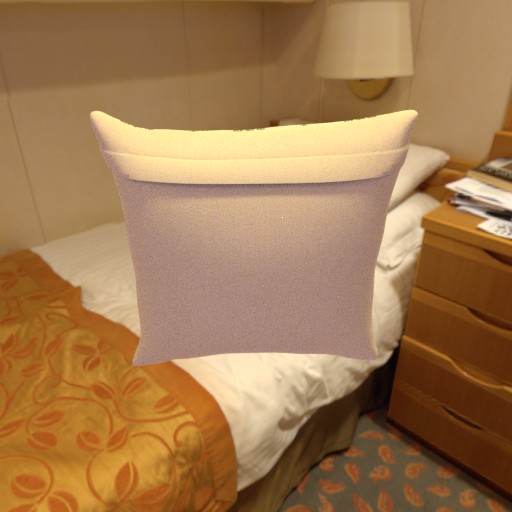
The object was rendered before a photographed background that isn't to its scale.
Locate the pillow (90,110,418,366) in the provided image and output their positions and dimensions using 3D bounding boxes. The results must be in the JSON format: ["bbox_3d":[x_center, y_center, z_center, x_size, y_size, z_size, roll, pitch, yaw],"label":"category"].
[{"bbox_3d":[0.000,0.000,0.638,0.405,0.406,0.173,-1,29,-2],"label":"pillow"}]
